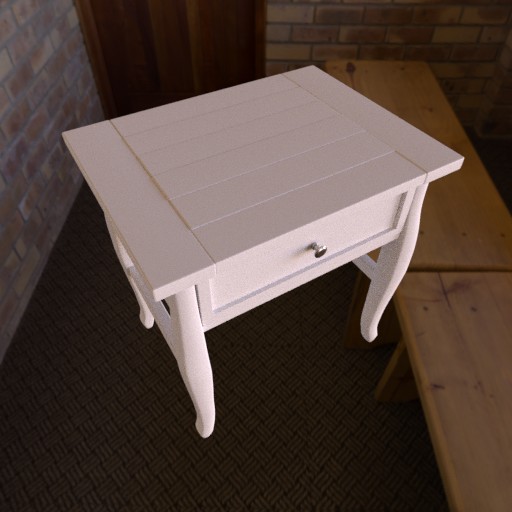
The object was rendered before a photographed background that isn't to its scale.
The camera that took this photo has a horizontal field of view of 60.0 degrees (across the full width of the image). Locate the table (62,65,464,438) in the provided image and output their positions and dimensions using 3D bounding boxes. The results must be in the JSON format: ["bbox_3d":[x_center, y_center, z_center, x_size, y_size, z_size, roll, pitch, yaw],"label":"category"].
[{"bbox_3d":[0.000,0.000,1.043,0.599,0.605,0.463,-24,51,-21],"label":"table"}]
